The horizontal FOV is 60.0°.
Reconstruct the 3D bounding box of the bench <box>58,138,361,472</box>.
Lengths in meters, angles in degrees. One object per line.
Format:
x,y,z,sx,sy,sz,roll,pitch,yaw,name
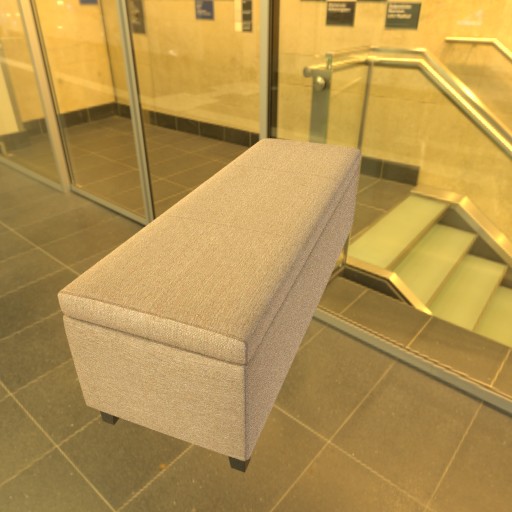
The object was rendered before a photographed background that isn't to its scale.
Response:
0.000,0.000,1.466,0.446,0.438,1.269,11,32,18,bench
